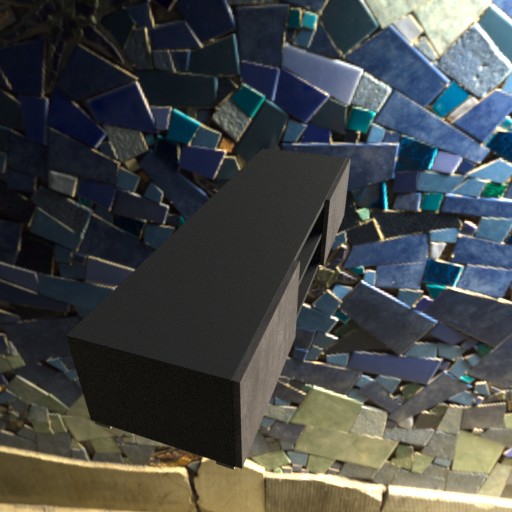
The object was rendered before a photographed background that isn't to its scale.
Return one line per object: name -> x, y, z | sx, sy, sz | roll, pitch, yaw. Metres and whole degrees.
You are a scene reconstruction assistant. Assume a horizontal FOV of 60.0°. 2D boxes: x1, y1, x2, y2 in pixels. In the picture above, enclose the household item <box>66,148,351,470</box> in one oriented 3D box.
household item -> 0.000, 0.000, 1.583 | 0.420, 0.310, 1.400 | 10, 33, 16
